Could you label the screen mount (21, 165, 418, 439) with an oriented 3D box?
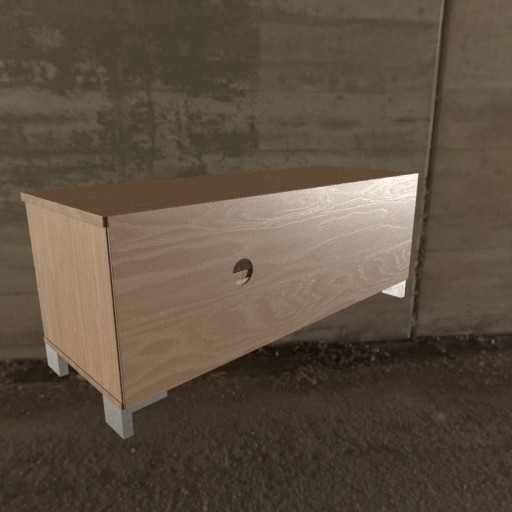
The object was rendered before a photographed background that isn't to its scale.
[{"bbox_3d":[0.000,0.000,1.279,1.084,0.432,0.406,-15,22,-42],"label":"screen mount"}]
